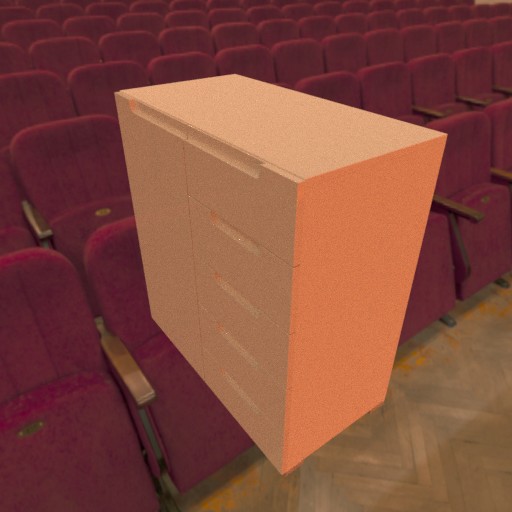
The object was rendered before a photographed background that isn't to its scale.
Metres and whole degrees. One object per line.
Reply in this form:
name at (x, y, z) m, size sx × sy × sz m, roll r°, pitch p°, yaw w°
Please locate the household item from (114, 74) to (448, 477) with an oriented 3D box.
household item at (0.000, 0.000, 1.341) m, size 0.420 × 0.870 × 0.800 m, roll -22°, pitch 39°, yaw -30°
